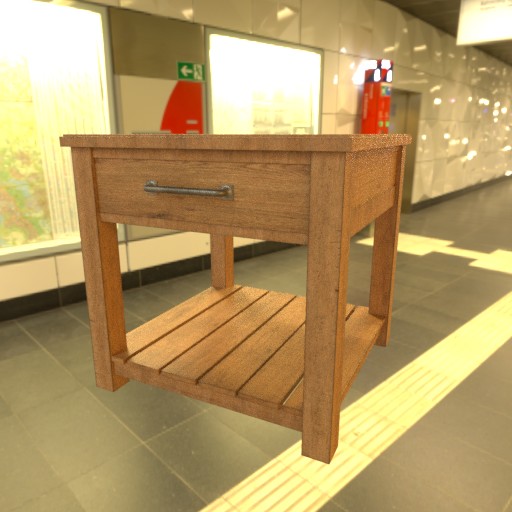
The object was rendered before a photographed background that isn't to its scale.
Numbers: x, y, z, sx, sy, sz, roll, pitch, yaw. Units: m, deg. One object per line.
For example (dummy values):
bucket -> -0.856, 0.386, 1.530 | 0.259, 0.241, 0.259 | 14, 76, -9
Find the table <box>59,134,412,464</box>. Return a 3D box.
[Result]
table -> 0.000, 0.000, 1.120 | 0.616, 0.593, 0.612 | 8, 17, 26
